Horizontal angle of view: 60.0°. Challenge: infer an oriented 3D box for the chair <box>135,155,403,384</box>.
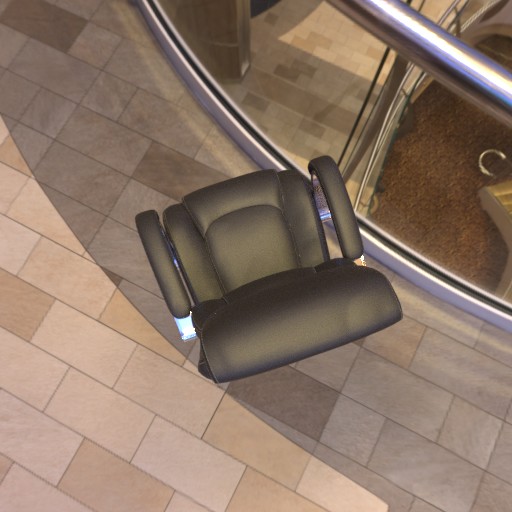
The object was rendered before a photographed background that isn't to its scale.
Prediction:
[{"bbox_3d":[0.000,0.000,1.661,0.755,1.183,0.790,-18,77,-4],"label":"chair"}]
